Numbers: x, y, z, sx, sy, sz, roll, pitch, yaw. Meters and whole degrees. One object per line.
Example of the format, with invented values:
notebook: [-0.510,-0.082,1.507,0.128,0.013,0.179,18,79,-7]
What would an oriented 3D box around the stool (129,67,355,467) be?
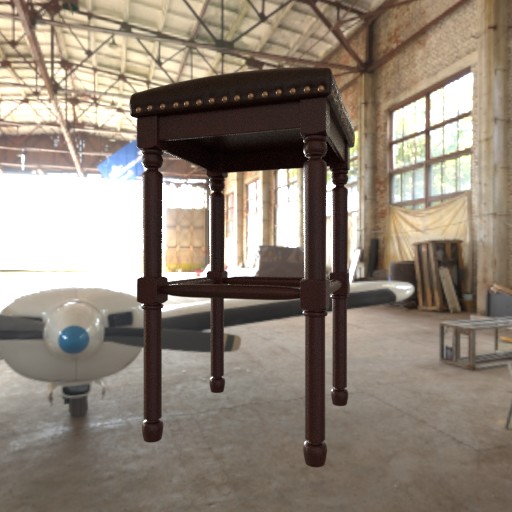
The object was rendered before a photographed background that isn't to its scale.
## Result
stool: [0.000,0.000,0.951,0.383,0.702,0.382,0,0,18]
